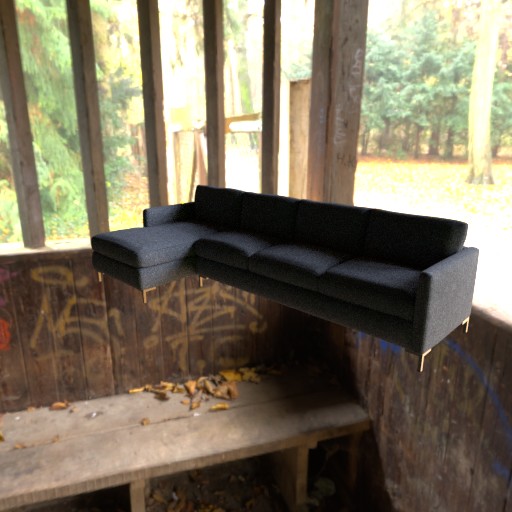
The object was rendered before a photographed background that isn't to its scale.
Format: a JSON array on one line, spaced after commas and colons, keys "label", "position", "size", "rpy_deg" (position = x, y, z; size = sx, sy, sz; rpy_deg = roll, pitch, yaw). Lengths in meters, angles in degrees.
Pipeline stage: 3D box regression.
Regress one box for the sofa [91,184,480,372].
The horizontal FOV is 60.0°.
[{"label": "sofa", "position": [0.000, 0.000, 3.502], "size": [2.932, 0.810, 1.350], "rpy_deg": [15, 22, 42]}]
